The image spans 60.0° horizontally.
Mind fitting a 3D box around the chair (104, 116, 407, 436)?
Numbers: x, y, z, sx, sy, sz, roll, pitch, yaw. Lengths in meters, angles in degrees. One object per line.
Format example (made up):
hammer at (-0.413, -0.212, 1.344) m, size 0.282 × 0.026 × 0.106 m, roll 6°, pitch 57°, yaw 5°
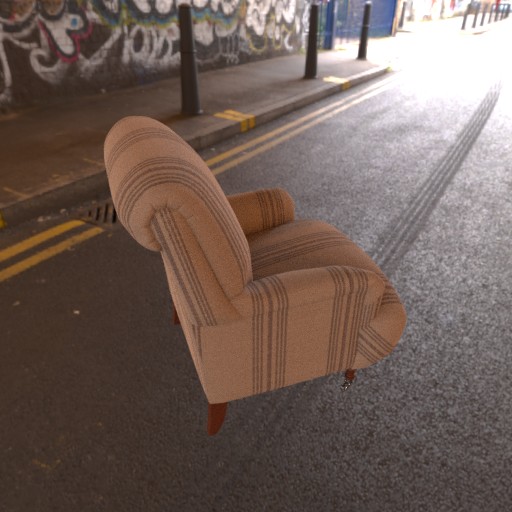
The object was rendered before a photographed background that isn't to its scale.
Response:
chair at (0.000, 0.000, 1.597) m, size 0.914 × 0.940 × 0.813 m, roll -10°, pitch 32°, yaw -17°
